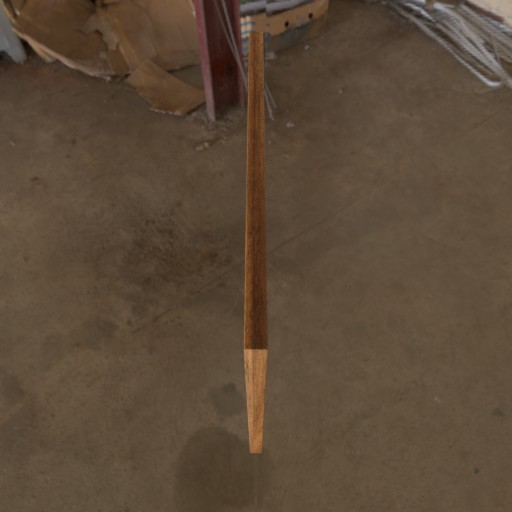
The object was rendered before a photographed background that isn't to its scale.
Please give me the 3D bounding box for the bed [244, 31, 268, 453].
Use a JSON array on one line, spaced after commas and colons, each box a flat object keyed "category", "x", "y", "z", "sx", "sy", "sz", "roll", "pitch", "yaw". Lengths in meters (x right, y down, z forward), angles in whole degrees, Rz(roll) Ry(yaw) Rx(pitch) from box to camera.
[{"category": "bed", "x": 0.000, "y": 0.000, "z": 1.467, "sx": 0.043, "sy": 0.940, "sz": 1.041, "roll": 0, "pitch": 56, "yaw": 0}]
